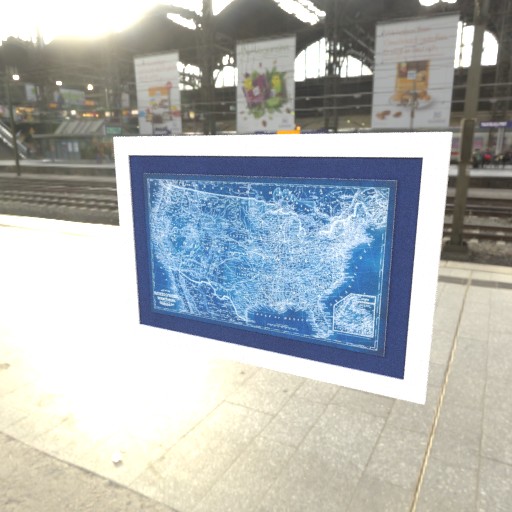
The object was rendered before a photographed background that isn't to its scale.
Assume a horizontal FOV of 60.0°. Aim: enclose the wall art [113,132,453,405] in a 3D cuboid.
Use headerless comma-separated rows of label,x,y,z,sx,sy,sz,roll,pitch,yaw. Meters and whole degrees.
wall art,0.000,0.000,1.712,1.308,0.902,0.051,6,15,25
